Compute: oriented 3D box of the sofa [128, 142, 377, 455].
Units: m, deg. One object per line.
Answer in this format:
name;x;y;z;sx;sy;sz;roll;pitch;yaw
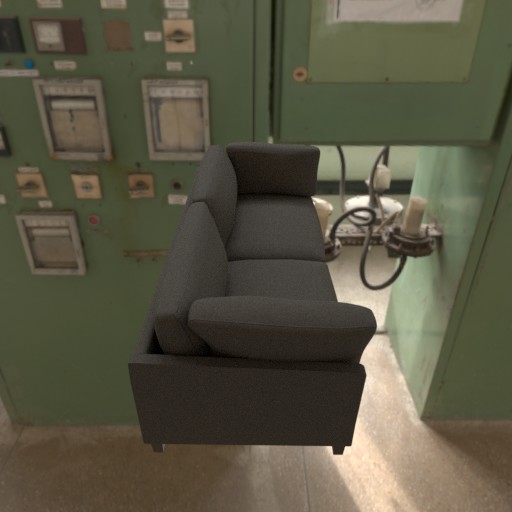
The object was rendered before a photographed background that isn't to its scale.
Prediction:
sofa;0.000;0.000;2.764;0.969;0.792;2.312;0;32;1
